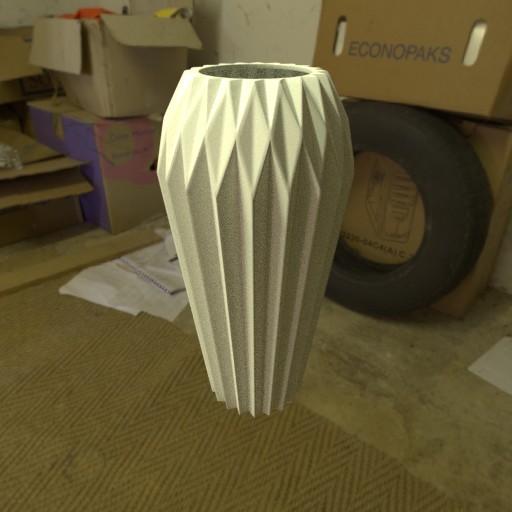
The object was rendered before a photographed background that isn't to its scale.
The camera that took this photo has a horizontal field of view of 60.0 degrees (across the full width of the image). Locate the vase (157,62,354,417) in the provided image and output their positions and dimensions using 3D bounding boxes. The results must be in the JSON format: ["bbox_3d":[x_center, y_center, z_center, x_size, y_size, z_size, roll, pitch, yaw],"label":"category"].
[{"bbox_3d":[0.000,0.000,0.338,0.133,0.263,0.133,0,30,0],"label":"vase"}]
